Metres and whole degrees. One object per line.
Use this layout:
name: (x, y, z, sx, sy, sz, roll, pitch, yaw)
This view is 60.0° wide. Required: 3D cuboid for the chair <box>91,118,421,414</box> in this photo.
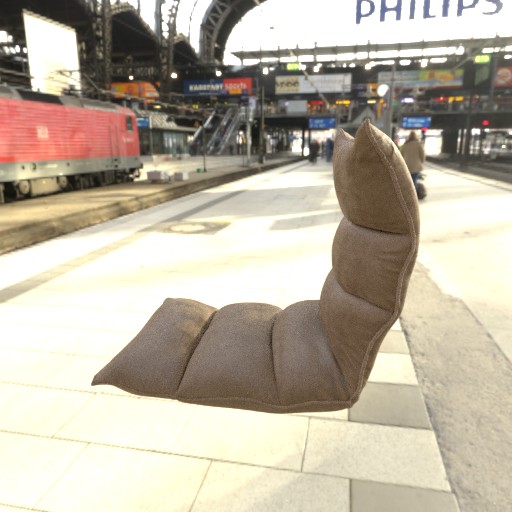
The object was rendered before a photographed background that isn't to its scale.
chair: (0.000, 0.000, 1.573, 0.985, 0.892, 0.714, 2, 14, 9)
